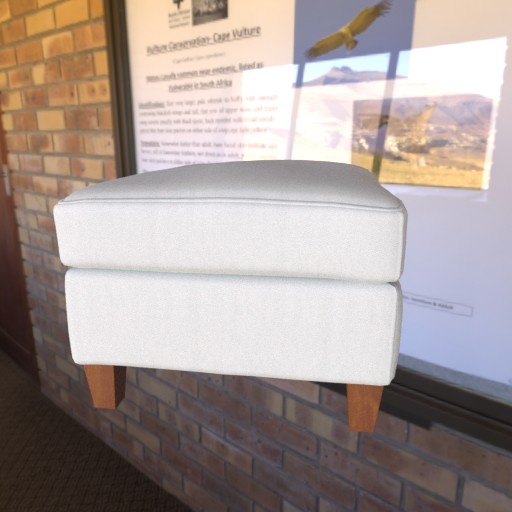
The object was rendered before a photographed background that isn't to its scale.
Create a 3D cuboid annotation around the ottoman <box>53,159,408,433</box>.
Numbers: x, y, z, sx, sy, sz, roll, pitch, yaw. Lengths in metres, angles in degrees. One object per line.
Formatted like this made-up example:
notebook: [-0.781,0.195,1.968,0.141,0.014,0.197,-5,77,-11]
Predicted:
ottoman: [0.000,0.000,1.165,0.634,0.496,0.818,2,15,8]
